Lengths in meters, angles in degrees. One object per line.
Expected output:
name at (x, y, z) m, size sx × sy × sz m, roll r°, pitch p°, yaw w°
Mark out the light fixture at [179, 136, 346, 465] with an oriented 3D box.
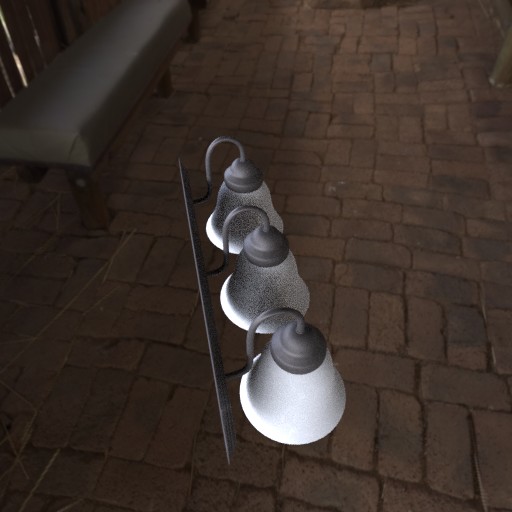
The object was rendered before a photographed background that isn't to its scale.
light fixture at (0.000, 0.000, 0.737) m, size 0.199 × 0.222 × 0.610 m, roll -9°, pitch 47°, yaw -8°
